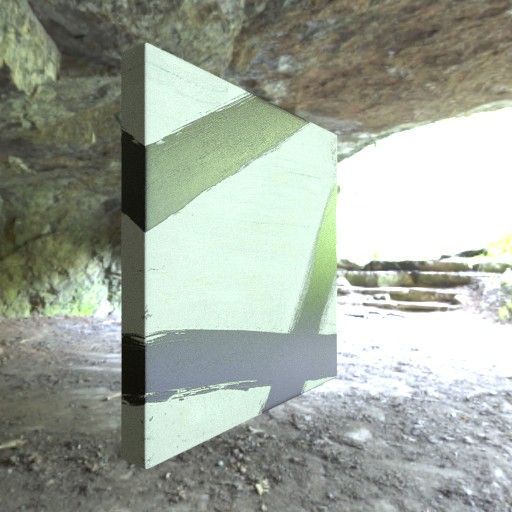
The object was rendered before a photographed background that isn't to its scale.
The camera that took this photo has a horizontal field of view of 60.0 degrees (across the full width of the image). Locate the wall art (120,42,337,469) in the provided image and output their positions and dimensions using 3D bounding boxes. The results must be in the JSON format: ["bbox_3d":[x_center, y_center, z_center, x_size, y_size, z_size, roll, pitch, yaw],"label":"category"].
[{"bbox_3d":[0.000,0.000,0.740,0.050,0.508,0.507,0,0,37],"label":"wall art"}]
